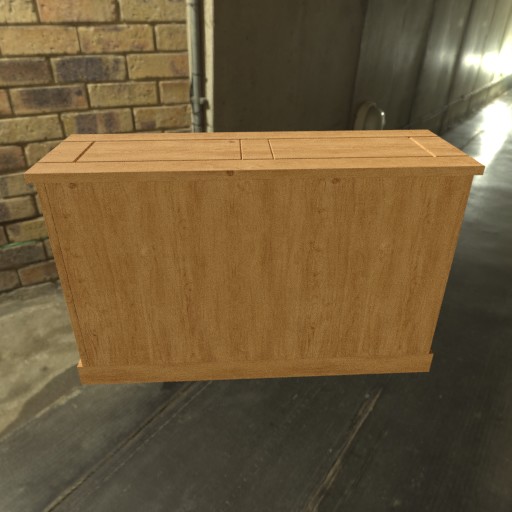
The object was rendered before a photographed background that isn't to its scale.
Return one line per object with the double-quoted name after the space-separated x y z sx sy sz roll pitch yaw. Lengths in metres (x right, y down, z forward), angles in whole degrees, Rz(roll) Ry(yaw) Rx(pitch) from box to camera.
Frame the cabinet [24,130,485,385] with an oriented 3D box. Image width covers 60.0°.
0.000 0.000 1.653 1.321 0.810 0.432 -1 30 -3 "cabinet"
